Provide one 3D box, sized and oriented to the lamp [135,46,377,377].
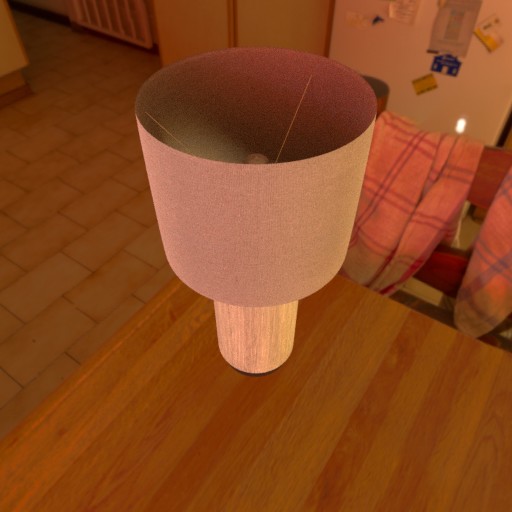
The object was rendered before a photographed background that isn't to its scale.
[{"bbox_3d":[0.000,0.000,0.580,0.228,0.444,0.228,3,47,3],"label":"lamp"}]
